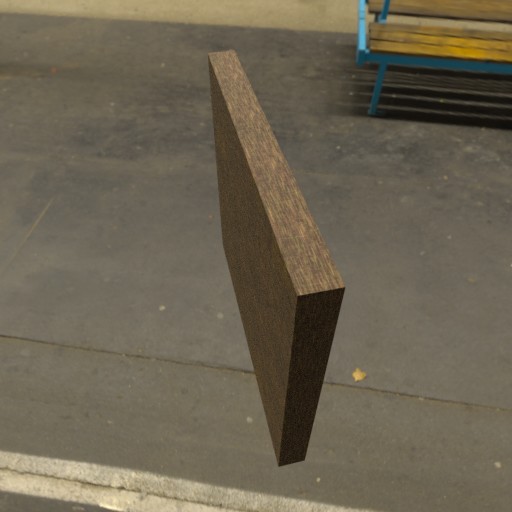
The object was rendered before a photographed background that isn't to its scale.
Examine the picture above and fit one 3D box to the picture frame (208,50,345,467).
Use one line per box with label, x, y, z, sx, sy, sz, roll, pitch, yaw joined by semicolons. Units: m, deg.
picture frame;0.000;0.000;0.532;0.033;0.330;0.378;-10;48;-9
